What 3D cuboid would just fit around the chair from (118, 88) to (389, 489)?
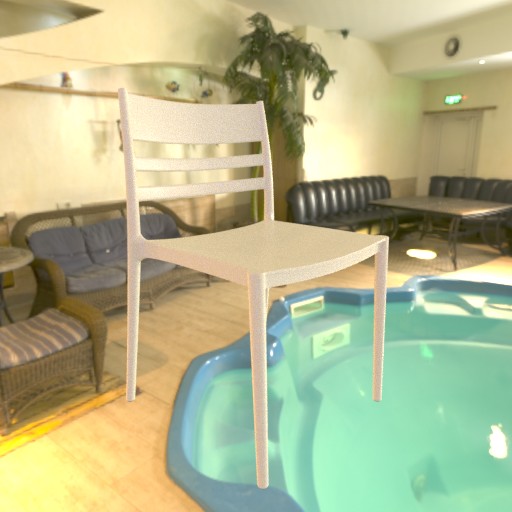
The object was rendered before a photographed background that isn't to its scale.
[{"bbox_3d":[0.000,0.000,1.126,0.531,0.800,0.511,-14,20,-43],"label":"chair"}]
